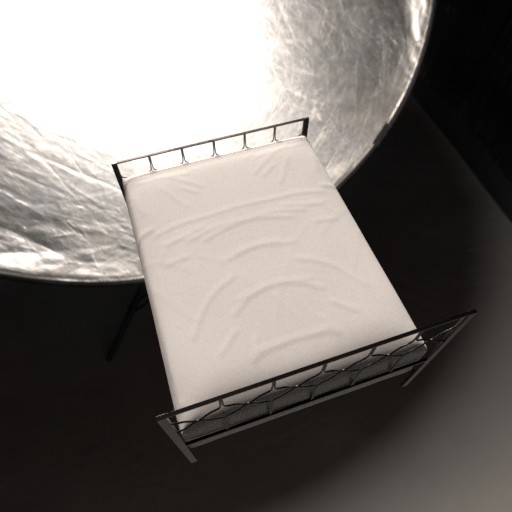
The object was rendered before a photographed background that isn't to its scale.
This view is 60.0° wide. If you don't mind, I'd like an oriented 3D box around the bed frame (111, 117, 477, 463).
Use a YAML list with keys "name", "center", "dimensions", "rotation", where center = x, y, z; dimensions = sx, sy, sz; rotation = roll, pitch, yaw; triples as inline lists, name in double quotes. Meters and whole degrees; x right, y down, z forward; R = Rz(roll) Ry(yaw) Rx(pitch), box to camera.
- name: "bed frame"
  center: [0.000, 0.000, 3.075]
  dimensions: [1.597, 1.222, 2.063]
  rotation: [-16, 59, -10]
